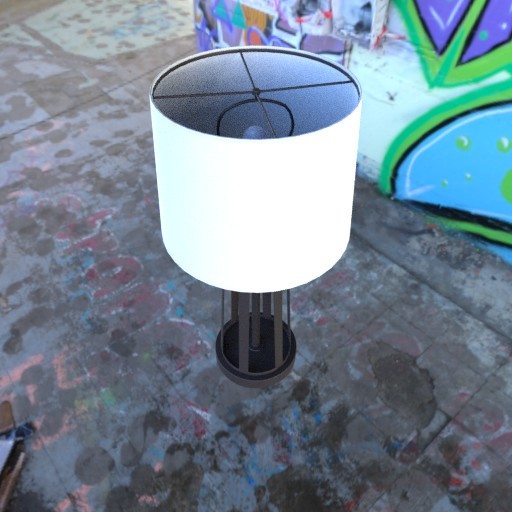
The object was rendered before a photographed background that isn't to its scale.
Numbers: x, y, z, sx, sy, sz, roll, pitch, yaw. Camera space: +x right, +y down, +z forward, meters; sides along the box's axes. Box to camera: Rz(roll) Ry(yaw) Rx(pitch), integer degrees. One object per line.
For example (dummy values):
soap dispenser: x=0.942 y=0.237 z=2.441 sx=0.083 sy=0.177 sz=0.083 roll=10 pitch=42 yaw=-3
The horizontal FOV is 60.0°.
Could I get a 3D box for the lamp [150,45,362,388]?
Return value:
lamp: x=0.000 y=0.000 z=0.645 sx=0.251 sy=0.509 sz=0.251 roll=0 pitch=45 yaw=0
